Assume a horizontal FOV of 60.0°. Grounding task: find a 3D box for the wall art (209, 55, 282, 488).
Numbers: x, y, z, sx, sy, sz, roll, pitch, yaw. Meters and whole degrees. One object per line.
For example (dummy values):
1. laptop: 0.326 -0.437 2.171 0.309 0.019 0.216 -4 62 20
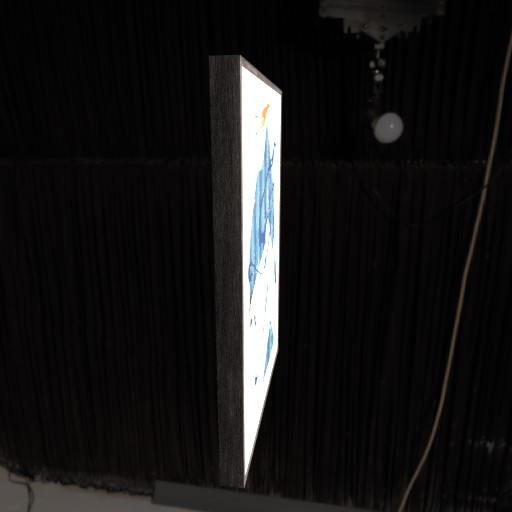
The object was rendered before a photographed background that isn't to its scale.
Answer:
1. wall art: 0.000 0.000 1.359 0.063 1.016 0.762 2 16 9
